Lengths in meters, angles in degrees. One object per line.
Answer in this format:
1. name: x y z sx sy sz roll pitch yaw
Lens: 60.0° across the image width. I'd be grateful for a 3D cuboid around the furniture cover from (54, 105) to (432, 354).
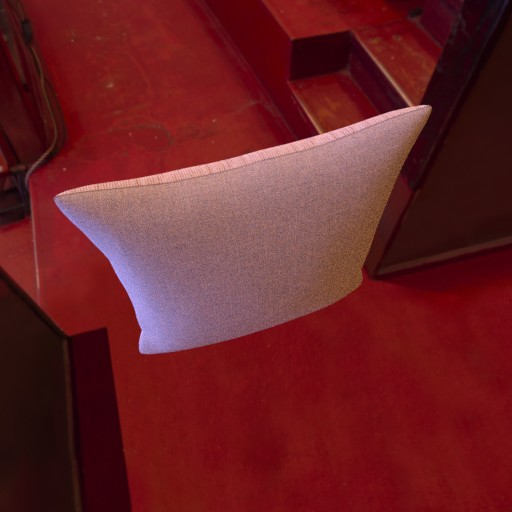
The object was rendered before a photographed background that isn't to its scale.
1. furniture cover: 0.000 0.000 0.770 0.512 0.506 0.178 -16 58 -10
